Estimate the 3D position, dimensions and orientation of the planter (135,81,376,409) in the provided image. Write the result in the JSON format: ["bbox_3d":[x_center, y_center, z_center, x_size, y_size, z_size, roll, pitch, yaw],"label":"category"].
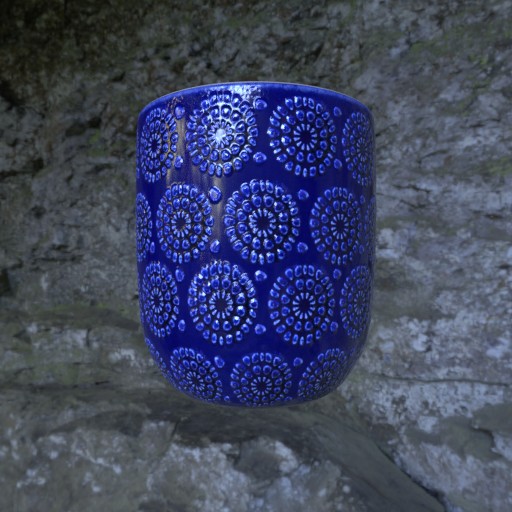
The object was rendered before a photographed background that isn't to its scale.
[{"bbox_3d":[0.000,0.000,0.350,0.184,0.206,0.184,0,-1,0],"label":"planter"}]
